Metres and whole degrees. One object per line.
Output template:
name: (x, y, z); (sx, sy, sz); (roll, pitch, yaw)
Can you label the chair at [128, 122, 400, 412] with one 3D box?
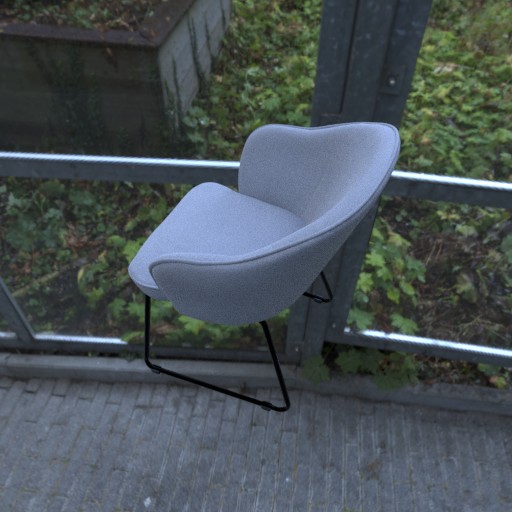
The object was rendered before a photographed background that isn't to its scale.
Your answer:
chair: (0.000, 0.000, 1.220); (0.592, 0.817, 0.570); (17, 49, 15)
